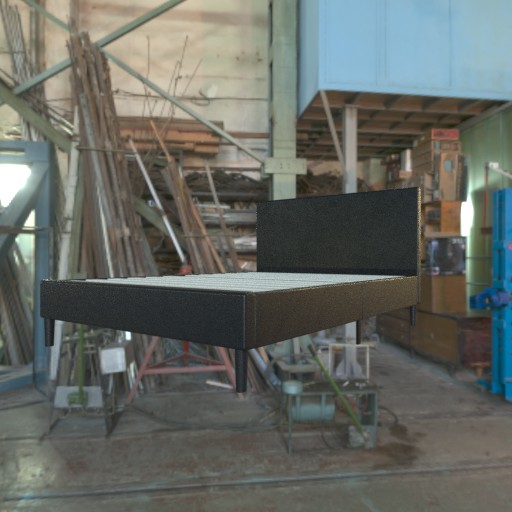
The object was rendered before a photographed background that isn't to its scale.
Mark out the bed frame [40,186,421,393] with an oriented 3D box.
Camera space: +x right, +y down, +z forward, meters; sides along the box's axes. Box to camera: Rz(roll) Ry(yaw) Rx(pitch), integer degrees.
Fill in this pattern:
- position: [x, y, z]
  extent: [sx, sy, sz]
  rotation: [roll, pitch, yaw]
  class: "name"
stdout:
- position: [0.000, 0.000, 3.195]
  extent: [1.634, 1.127, 2.318]
  rotation: [0, 0, 37]
  class: "bed frame"
